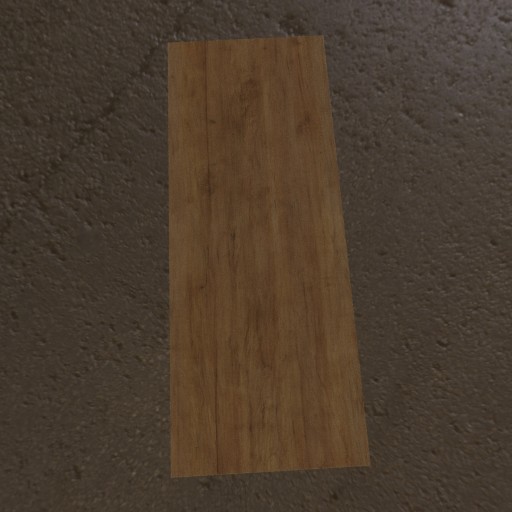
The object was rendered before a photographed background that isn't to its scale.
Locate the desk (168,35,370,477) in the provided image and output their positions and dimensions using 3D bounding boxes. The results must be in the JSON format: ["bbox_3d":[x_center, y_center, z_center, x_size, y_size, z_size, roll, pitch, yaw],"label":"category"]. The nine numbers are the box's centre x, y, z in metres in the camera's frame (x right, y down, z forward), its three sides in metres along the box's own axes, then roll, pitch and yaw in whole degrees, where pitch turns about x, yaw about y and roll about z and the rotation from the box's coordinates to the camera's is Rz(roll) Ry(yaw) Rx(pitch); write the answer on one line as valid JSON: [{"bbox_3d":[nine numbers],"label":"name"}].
[{"bbox_3d":[0.000,0.000,1.875,0.600,0.760,1.520,-3,76,-1],"label":"desk"}]
